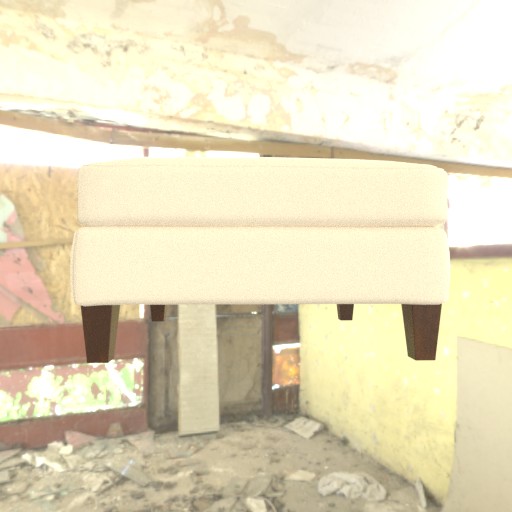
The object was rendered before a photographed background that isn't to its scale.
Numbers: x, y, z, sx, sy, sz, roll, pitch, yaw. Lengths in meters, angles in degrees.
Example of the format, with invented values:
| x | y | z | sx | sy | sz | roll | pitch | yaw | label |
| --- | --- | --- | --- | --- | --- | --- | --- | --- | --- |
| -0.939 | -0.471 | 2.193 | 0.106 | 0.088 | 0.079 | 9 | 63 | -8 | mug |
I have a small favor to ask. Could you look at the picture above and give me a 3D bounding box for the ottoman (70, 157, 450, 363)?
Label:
| x | y | z | sx | sy | sz | roll | pitch | yaw | label |
| --- | --- | --- | --- | --- | --- | --- | --- | --- | --- |
| 0.000 | 0.000 | 1.357 | 0.838 | 0.479 | 0.838 | 0 | -1 | -2 | ottoman |
